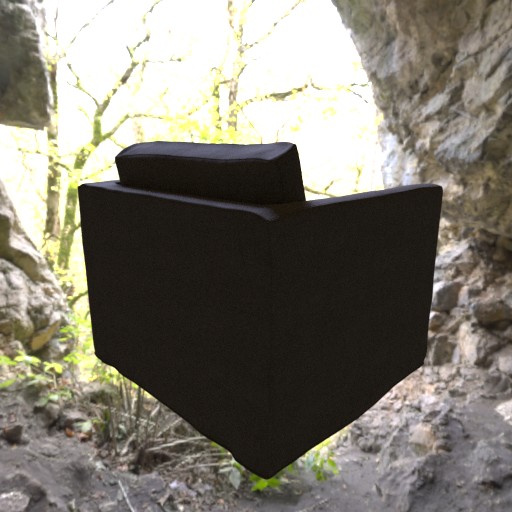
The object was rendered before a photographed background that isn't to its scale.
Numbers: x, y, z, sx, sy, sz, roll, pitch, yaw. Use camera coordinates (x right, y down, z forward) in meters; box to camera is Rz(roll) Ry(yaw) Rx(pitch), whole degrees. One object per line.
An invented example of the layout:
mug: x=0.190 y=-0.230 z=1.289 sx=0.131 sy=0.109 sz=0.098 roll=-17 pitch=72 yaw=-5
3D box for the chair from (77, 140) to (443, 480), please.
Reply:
chair: x=0.000 y=0.000 z=1.712 sx=0.949 sy=0.863 sz=1.057 roll=-14 pitch=20 yaw=-43
